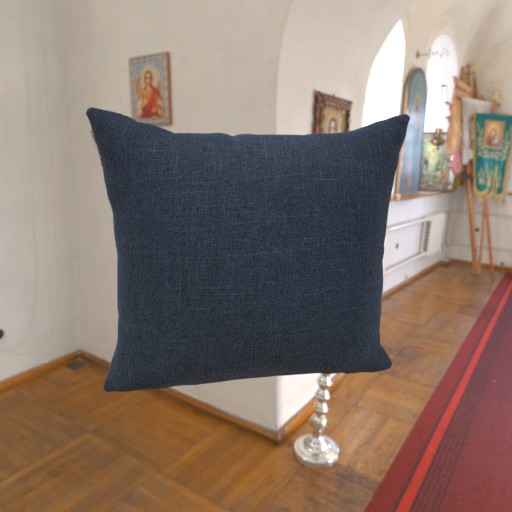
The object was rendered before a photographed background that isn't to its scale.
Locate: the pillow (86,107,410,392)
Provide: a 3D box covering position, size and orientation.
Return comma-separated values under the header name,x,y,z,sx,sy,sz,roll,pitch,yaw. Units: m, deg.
name,x,y,z,sx,sy,sz,roll,pitch,yaw
pillow,0.000,0.000,0.776,0.546,0.487,0.180,-2,13,-10
